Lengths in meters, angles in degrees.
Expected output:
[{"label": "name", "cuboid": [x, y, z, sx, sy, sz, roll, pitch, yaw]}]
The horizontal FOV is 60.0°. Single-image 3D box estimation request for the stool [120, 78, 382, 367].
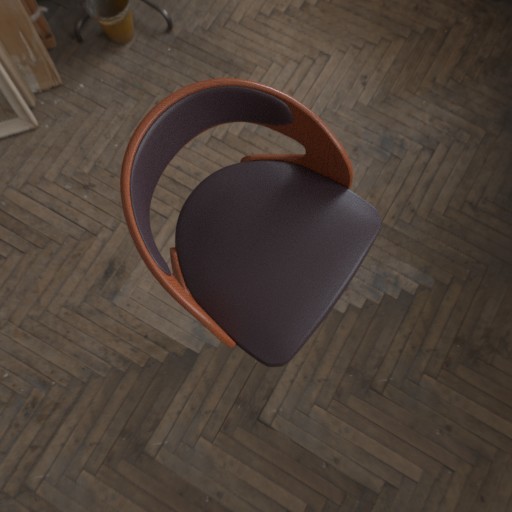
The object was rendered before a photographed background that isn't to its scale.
[{"label": "stool", "cuboid": [0.000, 0.000, 1.169, 0.457, 0.940, 0.457, 35, 79, 8]}]
